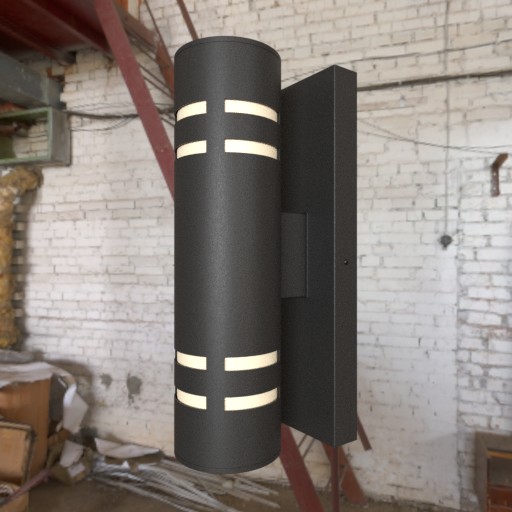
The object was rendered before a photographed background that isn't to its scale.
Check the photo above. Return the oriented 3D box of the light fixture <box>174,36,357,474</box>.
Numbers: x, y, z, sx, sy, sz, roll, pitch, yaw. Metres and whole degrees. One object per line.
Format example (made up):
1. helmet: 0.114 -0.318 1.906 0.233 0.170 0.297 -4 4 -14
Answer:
1. light fixture: 0.000 0.000 0.395 0.149 0.330 0.105 0 0 -36
